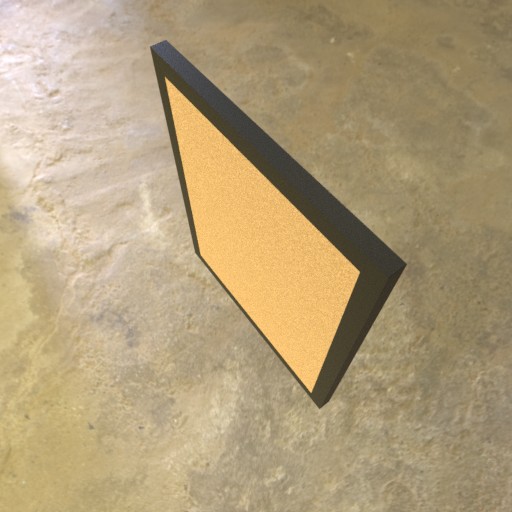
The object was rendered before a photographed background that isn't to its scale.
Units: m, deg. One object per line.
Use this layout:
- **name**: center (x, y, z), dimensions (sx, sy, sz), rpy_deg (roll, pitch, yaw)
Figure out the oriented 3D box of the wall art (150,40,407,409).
- **wall art**: center (0.000, 0.000, 0.710), dimensions (0.025, 0.508, 0.432), rpy_deg (-32, 64, -18)
